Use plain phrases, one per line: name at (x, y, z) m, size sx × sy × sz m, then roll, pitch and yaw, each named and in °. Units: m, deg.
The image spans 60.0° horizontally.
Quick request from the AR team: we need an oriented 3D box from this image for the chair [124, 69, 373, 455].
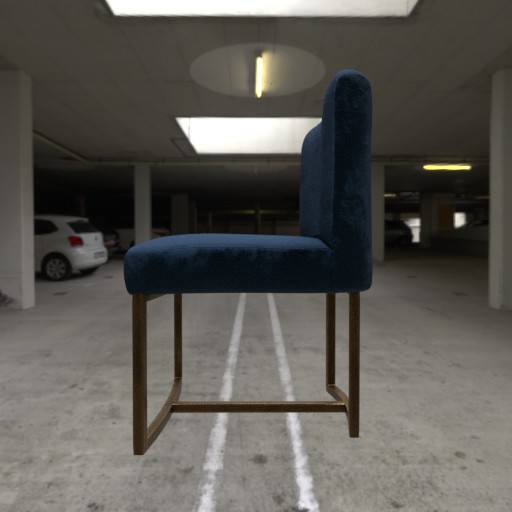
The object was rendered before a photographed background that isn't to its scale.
chair at (0.000, 0.000, 1.167) m, size 0.560 × 0.824 × 0.530 m, roll 0°, pitch 1°, yaw 0°
